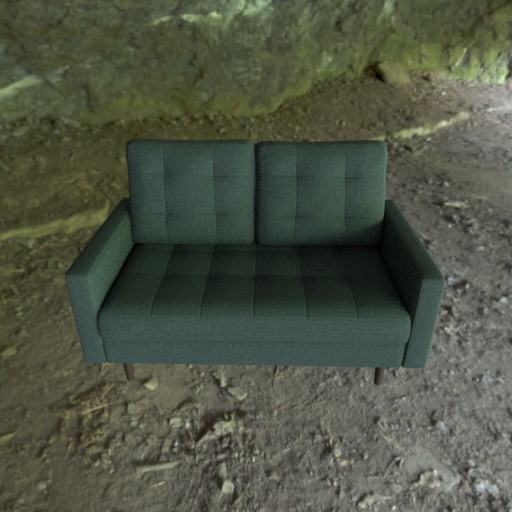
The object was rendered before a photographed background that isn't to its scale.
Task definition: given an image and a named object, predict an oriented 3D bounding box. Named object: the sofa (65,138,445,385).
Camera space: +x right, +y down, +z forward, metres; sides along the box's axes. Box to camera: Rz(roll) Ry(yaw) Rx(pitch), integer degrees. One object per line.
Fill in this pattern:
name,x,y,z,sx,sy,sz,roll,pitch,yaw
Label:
sofa,0.000,0.000,2.000,1.407,0.907,0.842,1,29,1
